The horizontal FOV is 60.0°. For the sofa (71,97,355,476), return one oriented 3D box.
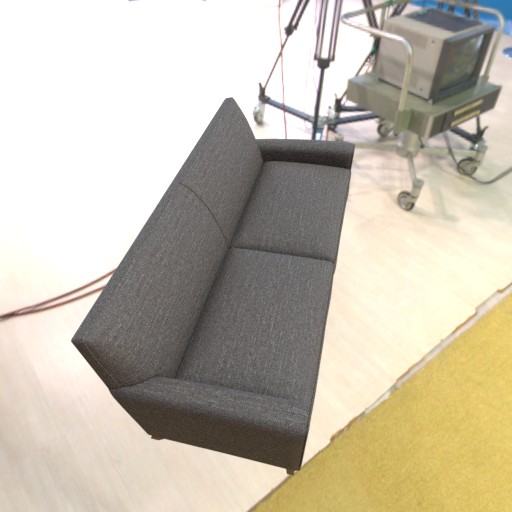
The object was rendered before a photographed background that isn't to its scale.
[{"bbox_3d":[0.000,0.000,2.413,0.875,0.846,1.976,10,46,10],"label":"sofa"}]
